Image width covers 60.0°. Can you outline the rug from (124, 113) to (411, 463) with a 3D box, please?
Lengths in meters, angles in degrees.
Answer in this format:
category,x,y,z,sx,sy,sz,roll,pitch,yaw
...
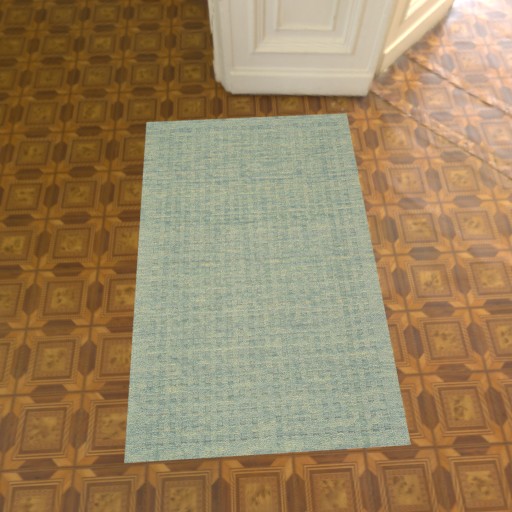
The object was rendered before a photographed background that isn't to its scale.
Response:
category,x,y,z,sx,sy,sz,roll,pitch,yaw
rug,0.000,0.000,2.147,1.142,0.006,1.752,-3,64,-1
